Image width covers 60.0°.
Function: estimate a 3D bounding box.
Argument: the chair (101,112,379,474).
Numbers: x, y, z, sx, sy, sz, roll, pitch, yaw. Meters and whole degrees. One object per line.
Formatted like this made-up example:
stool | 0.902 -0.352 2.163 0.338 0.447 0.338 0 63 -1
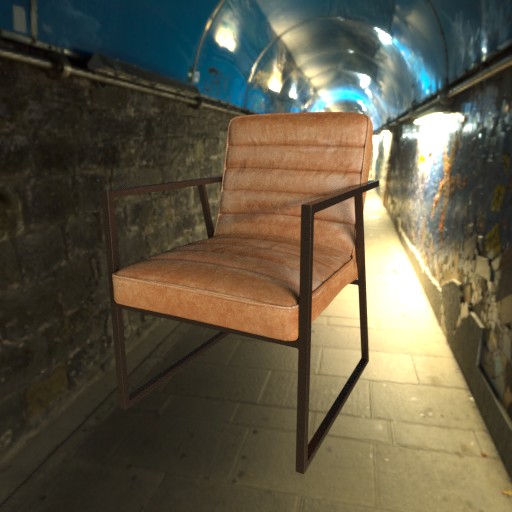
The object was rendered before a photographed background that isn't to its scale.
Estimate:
chair | 0.000 0.000 1.305 0.571 0.832 0.677 8 16 27
